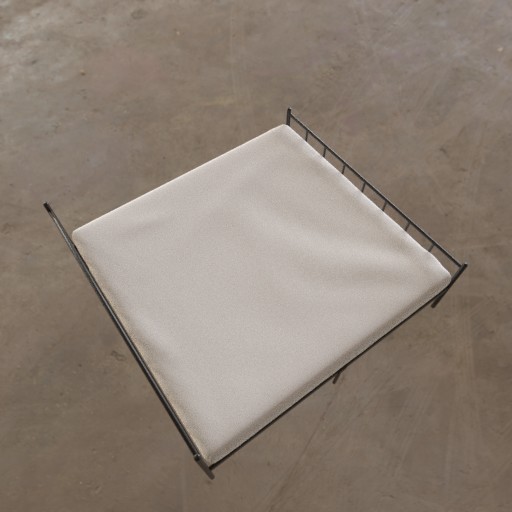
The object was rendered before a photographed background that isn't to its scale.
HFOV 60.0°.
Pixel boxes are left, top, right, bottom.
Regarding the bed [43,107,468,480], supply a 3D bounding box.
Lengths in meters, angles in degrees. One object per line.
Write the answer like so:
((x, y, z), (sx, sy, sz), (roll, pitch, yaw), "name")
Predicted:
((0.000, 0.000, 3.083), (2.040, 0.940, 1.880), (-31, 63, -18), "bed")
